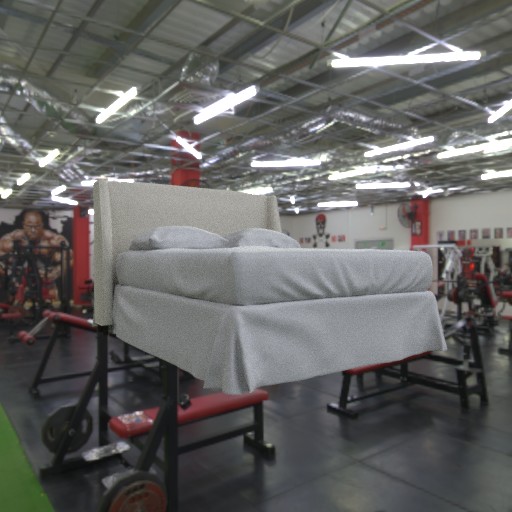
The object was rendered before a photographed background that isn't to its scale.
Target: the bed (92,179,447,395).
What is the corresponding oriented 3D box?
[{"bbox_3d":[0.000,0.000,3.465,1.925,1.332,2.276,0,0,-34],"label":"bed"}]
